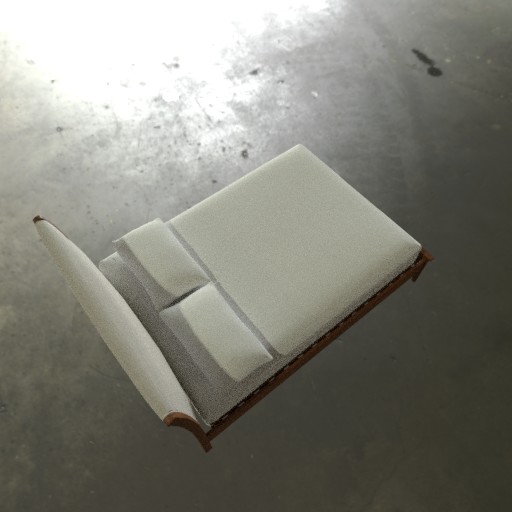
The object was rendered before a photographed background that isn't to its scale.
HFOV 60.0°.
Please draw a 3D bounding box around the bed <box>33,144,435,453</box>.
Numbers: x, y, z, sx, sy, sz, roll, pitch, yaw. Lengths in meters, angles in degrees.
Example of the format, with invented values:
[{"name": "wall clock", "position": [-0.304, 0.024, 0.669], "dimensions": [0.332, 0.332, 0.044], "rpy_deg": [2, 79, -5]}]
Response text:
[{"name": "bed", "position": [0.000, 0.000, 3.327], "dimensions": [2.380, 1.250, 1.612], "rpy_deg": [-34, 64, -19]}]
